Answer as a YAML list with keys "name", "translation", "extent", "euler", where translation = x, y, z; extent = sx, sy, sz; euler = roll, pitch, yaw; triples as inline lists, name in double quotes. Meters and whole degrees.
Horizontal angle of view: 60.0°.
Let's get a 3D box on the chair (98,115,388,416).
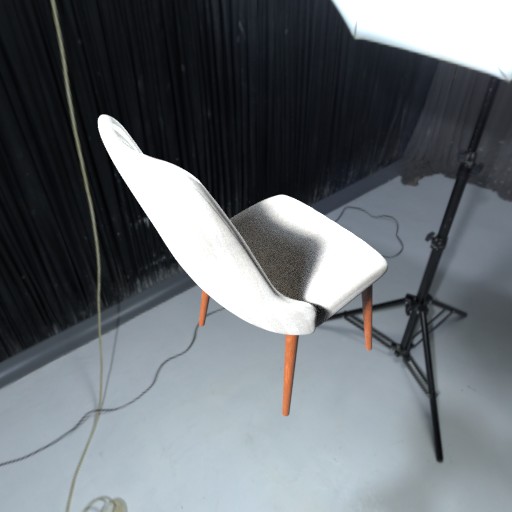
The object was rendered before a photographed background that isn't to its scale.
- name: "chair"
  translation: [0.000, 0.000, 1.282]
  extent: [0.684, 0.917, 0.526]
  euler: [-28, 48, -29]
